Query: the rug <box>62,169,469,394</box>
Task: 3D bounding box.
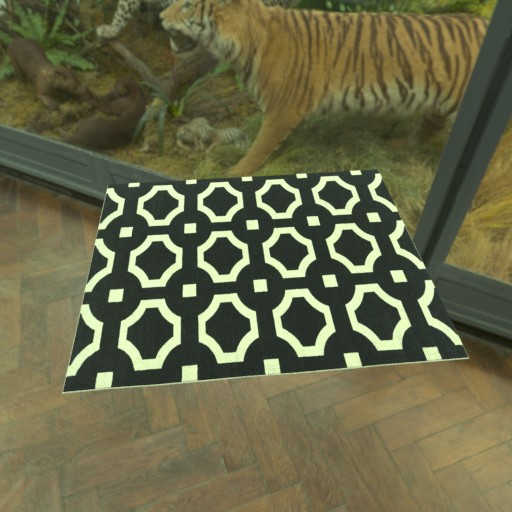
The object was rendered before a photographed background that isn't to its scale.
[{"bbox_3d":[0.000,0.000,4.140,3.049,0.021,2.466,-4,47,-4],"label":"rug"}]
